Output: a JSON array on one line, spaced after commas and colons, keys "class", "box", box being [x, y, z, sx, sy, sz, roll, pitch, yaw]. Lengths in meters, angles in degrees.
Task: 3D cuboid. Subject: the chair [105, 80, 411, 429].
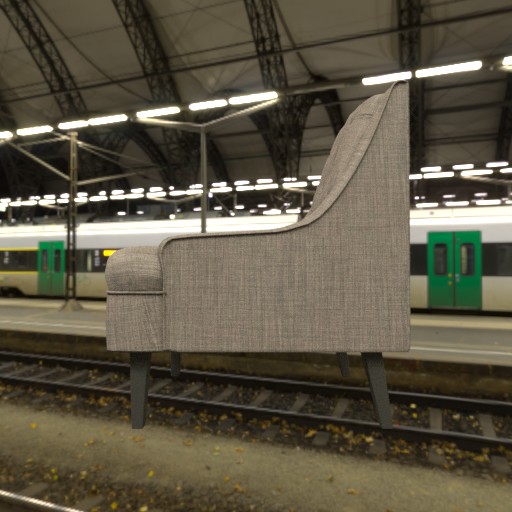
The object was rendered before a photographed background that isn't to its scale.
[{"class": "chair", "box": [0.000, 0.000, 1.409, 0.771, 0.891, 0.655, 0, -1, 0]}]
